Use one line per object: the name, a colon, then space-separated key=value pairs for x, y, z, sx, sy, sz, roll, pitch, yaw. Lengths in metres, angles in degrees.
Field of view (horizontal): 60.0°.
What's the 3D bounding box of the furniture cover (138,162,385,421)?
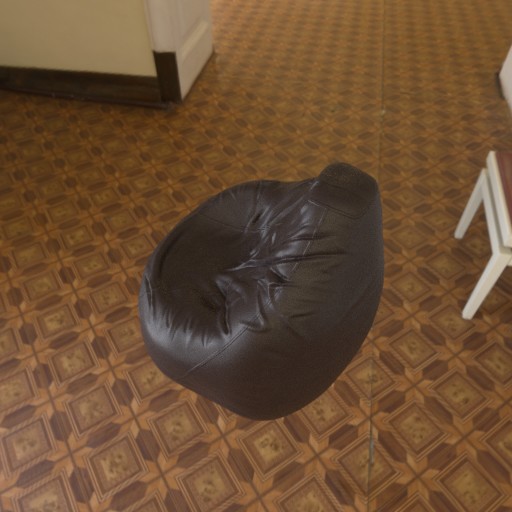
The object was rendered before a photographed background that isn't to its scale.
furniture cover: x=0.000 y=0.000 z=1.869 sx=1.070 sy=0.990 sz=1.070 roll=19 pitch=50 yaw=16
